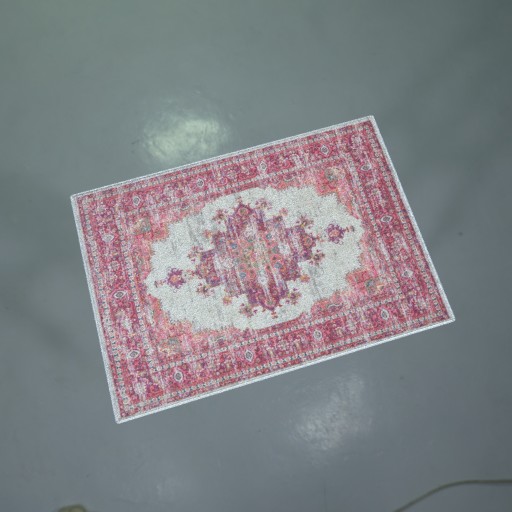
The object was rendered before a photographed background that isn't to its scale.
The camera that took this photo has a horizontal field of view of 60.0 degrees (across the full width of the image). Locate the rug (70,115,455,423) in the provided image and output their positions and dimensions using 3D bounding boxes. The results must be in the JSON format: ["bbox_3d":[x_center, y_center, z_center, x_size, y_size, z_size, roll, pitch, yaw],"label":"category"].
[{"bbox_3d":[0.000,0.000,2.325,1.747,0.011,1.217,-16,76,-4],"label":"rug"}]
